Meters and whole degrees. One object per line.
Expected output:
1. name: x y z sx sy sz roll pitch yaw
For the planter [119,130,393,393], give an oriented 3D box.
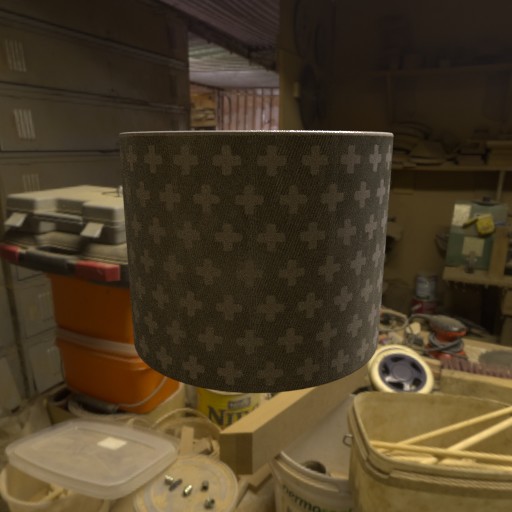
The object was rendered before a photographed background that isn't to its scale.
1. planter: 0.000 0.000 0.342 0.190 0.181 0.190 0 14 0
